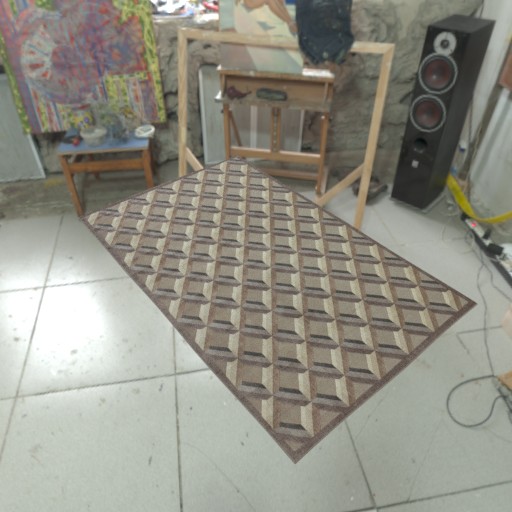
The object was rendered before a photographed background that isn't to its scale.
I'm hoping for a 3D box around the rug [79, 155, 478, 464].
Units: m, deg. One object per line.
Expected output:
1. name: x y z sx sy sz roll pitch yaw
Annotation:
1. rug: 0.000 0.000 2.115 1.066 0.011 1.677 -28 49 -28
